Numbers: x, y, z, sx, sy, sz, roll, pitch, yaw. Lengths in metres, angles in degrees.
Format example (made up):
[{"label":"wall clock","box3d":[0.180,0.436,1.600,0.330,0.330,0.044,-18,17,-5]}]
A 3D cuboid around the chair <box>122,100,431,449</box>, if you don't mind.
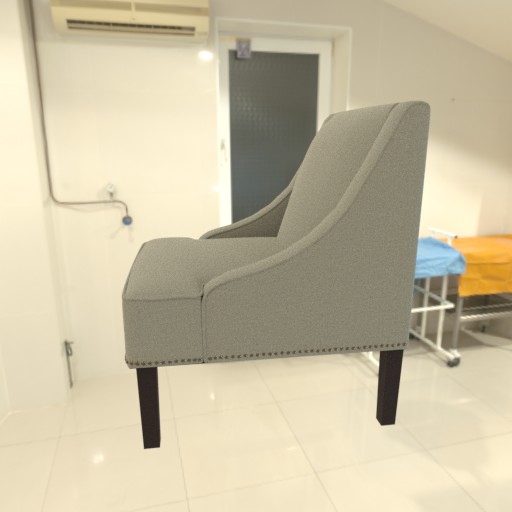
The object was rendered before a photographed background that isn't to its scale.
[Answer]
[{"label":"chair","box3d":[0.000,0.000,1.351,0.737,0.864,0.610,-2,15,-8]}]
